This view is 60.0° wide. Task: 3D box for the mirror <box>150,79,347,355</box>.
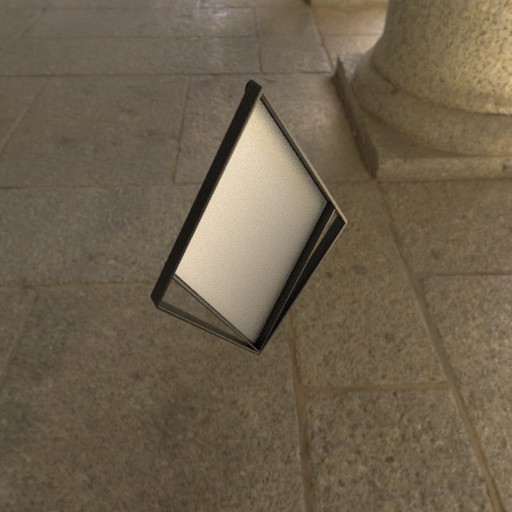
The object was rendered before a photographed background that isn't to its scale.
[{"bbox_3d":[0.000,0.000,0.843,0.419,0.679,0.032,-24,51,-21],"label":"mirror"}]
